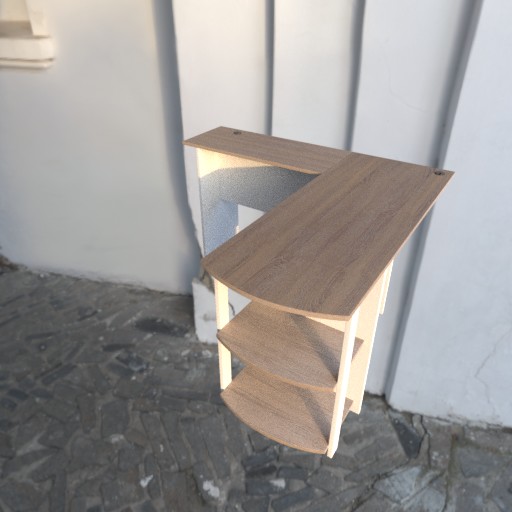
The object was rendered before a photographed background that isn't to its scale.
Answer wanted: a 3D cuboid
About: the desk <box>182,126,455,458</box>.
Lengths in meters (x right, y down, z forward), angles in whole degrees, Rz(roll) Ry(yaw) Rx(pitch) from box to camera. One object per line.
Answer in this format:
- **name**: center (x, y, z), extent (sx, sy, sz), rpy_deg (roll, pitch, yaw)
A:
- **desk**: center (0.000, 0.000, 2.101), extent (1.361, 0.716, 1.303), rpy_deg (19, 37, 28)
